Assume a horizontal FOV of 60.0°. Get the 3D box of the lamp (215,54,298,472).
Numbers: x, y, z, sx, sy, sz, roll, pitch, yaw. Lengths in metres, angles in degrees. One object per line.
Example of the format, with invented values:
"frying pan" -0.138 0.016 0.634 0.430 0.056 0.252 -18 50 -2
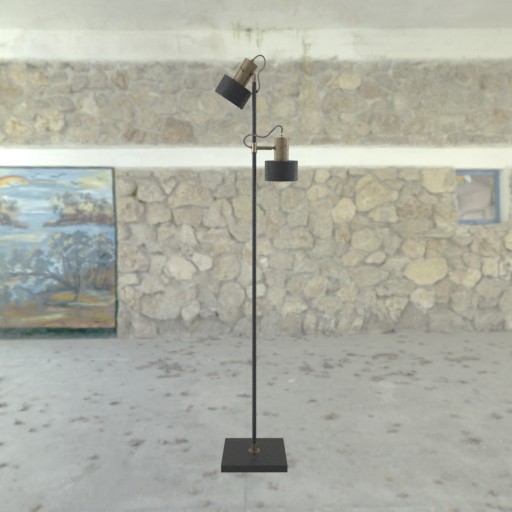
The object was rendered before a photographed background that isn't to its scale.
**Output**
"lamp" 0.000 0.000 1.655 0.315 1.505 0.233 0 0 0
